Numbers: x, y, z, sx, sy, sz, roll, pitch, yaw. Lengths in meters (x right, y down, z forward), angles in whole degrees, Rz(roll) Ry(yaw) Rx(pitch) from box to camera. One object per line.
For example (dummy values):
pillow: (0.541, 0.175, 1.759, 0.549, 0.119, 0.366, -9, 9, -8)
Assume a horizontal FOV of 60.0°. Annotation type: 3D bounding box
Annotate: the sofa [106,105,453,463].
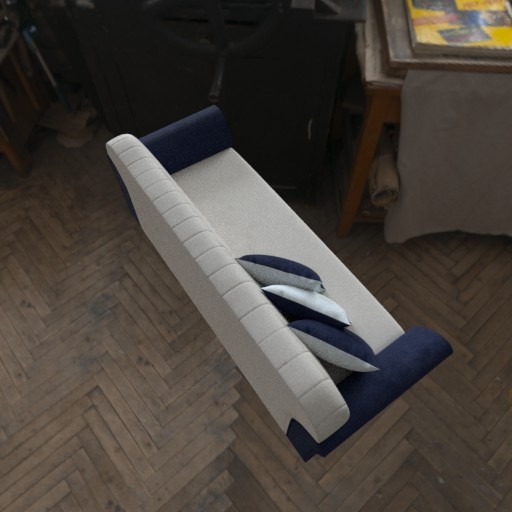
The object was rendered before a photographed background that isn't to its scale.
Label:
sofa: (0.000, 0.000, 2.429, 0.749, 0.789, 2.006, -31, 63, -18)
